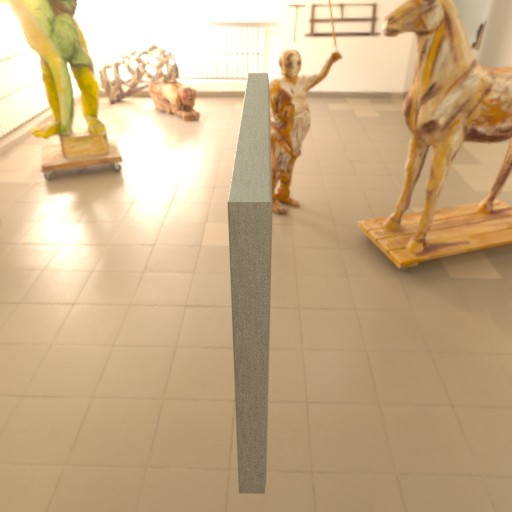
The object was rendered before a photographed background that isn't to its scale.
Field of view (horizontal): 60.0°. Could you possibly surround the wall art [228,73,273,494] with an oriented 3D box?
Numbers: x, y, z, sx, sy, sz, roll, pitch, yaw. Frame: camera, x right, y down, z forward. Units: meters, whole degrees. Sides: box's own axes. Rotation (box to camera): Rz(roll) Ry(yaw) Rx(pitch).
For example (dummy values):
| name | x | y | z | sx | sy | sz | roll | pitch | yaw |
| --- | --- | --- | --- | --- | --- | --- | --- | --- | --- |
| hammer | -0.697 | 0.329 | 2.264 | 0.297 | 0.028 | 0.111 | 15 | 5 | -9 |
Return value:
| name | x | y | z | sx | sy | sz | roll | pitch | yaw |
| --- | --- | --- | --- | --- | --- | --- | --- | --- | --- |
| wall art | 0.000 | 0.000 | 0.519 | 0.028 | 0.330 | 0.380 | 1 | 33 | 1 |
